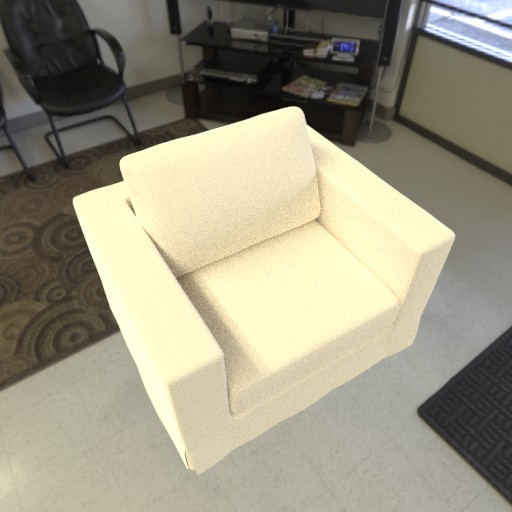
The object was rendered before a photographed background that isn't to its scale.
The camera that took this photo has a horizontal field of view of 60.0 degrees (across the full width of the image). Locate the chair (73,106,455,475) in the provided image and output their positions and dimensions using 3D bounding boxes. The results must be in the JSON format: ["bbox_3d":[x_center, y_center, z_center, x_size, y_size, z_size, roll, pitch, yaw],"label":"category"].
[{"bbox_3d":[0.000,0.000,1.785,1.150,0.878,0.957,-23,50,-21],"label":"chair"}]
